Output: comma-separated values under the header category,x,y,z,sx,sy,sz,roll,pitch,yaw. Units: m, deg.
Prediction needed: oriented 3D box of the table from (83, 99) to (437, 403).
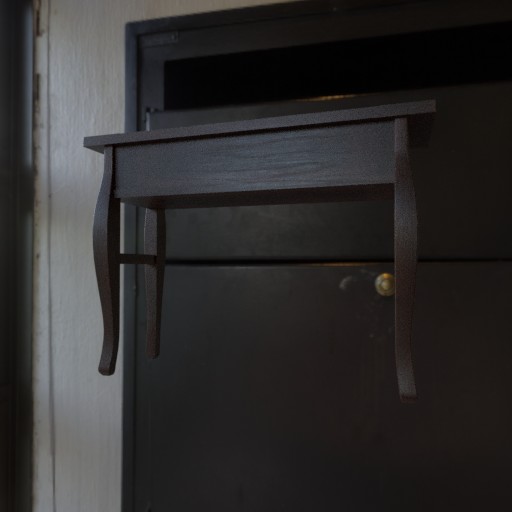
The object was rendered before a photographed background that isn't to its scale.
category,x,y,z,sx,sy,sz,roll,pitch,yaw
table,0.000,0.000,1.431,1.062,0.768,0.373,0,-1,18
